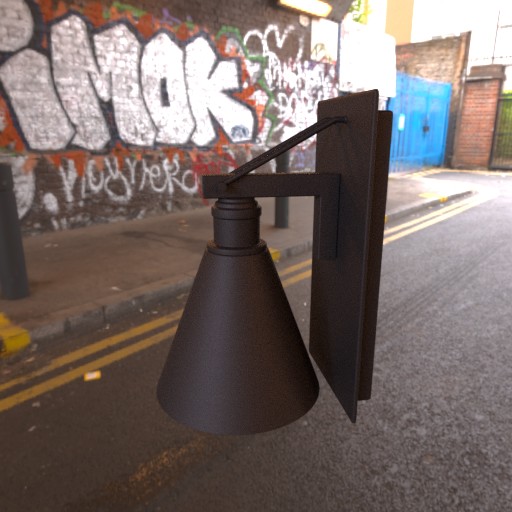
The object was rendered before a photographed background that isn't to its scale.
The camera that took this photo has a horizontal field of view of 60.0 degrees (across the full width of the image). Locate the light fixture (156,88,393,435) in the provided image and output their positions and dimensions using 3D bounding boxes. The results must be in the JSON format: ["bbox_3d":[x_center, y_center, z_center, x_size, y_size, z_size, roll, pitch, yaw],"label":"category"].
[{"bbox_3d":[0.000,0.000,0.435,0.207,0.298,0.170,-3,16,-9],"label":"light fixture"}]
